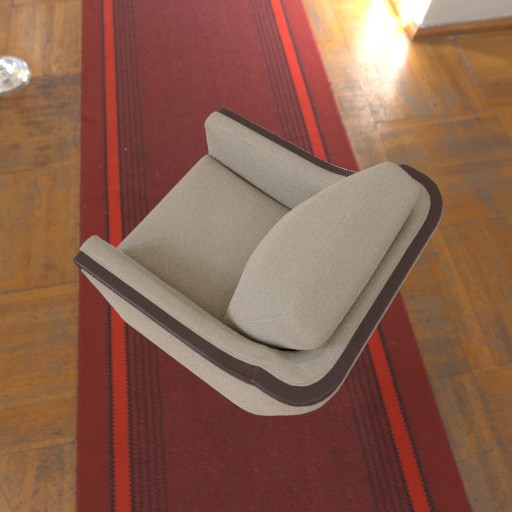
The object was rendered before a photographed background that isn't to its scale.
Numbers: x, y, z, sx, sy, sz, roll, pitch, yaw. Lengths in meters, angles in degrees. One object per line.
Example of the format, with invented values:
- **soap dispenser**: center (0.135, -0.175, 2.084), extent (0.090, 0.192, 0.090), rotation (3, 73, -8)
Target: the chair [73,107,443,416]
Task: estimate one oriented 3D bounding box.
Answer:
- **chair**: center (0.000, 0.000, 1.622), extent (0.950, 0.930, 0.870), rotation (33, 69, 15)
